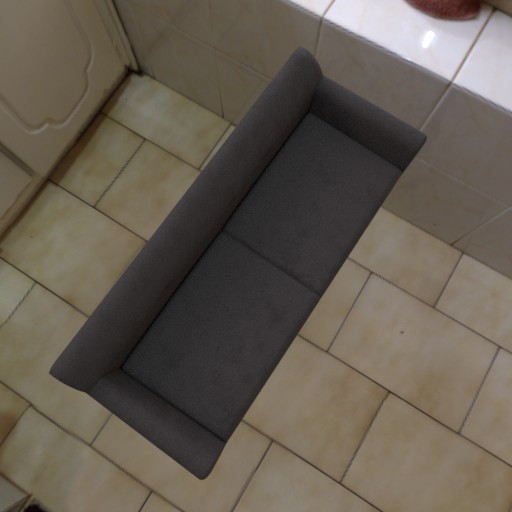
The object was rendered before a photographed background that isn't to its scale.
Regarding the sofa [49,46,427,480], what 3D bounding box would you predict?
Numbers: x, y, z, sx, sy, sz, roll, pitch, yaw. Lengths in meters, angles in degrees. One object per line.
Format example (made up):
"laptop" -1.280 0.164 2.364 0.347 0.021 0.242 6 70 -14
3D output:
"sofa" 0.000 0.000 2.568 0.900 0.740 2.190 34 78 8
